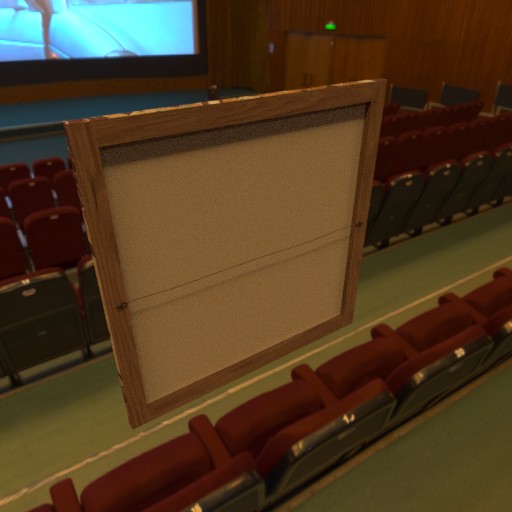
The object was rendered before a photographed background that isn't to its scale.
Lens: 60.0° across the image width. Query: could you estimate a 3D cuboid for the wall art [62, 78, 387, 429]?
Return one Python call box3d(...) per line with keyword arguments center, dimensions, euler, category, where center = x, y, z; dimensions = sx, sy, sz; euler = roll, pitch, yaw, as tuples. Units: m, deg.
box3d(center=(0.000, 0.000, 1.104), dimensions=(0.757, 0.762, 0.028), euler=(-19, 36, -28), category="wall art")
